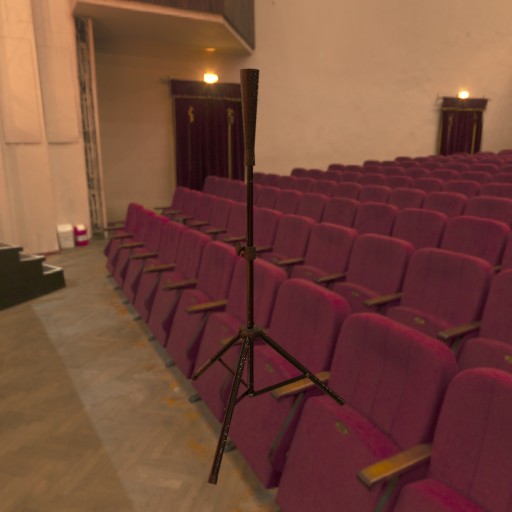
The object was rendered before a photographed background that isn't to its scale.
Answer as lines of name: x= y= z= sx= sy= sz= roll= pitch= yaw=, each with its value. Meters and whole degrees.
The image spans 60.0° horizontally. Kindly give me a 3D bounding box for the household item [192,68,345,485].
household item: x=0.000 y=0.000 z=1.385 sx=0.559 sy=1.067 sz=0.559 roll=-7 pitch=16 yaw=-26
